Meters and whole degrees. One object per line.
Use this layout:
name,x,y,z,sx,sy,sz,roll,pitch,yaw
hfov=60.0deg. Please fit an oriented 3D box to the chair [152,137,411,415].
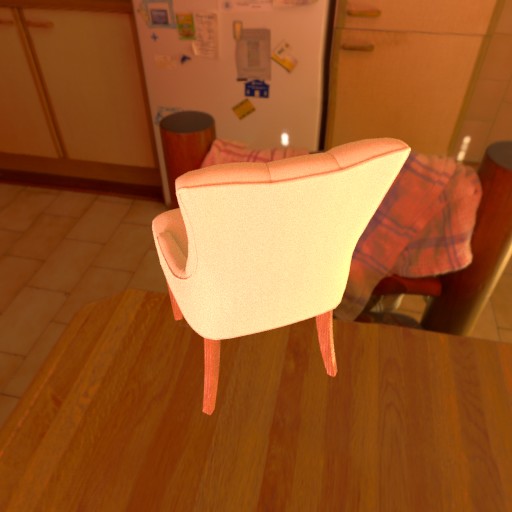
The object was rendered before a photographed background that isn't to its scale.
chair,0.000,0.000,1.230,0.509,0.874,0.565,-13,44,-14
